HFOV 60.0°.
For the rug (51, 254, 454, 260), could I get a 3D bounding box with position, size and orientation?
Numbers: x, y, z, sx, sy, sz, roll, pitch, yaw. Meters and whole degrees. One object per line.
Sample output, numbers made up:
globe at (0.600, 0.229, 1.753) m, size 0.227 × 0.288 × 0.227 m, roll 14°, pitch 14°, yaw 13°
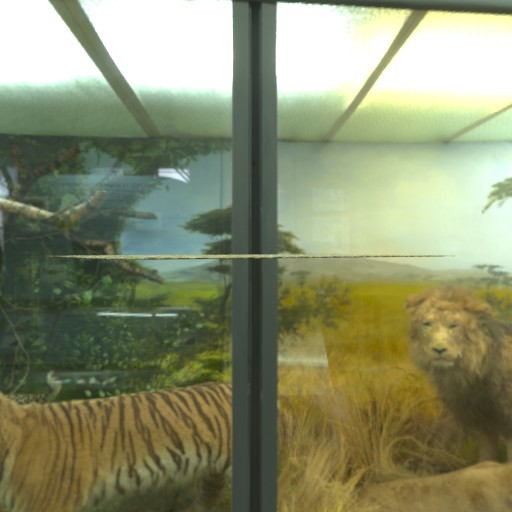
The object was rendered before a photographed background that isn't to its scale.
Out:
rug at (0.000, 0.000, 3.067) m, size 2.438 × 0.008 × 1.524 m, roll 0°, pitch 1°, yaw -35°
